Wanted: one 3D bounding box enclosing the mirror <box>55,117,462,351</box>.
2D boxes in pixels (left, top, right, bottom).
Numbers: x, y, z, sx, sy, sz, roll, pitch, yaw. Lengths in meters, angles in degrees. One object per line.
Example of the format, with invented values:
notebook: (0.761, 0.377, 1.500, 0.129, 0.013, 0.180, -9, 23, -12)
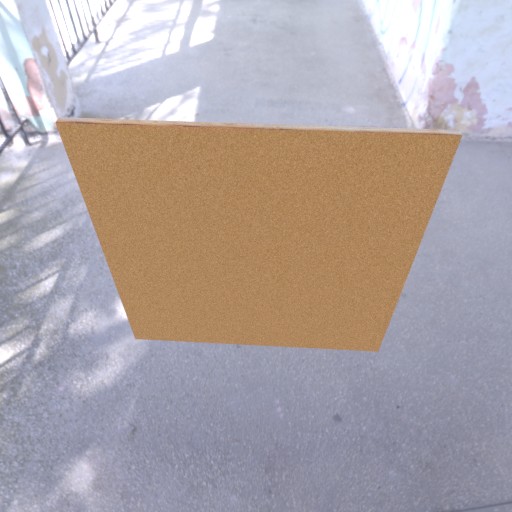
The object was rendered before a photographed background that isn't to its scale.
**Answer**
mirror: (0.000, 0.000, 1.189, 0.804, 0.804, 0.061, 2, 47, 2)
